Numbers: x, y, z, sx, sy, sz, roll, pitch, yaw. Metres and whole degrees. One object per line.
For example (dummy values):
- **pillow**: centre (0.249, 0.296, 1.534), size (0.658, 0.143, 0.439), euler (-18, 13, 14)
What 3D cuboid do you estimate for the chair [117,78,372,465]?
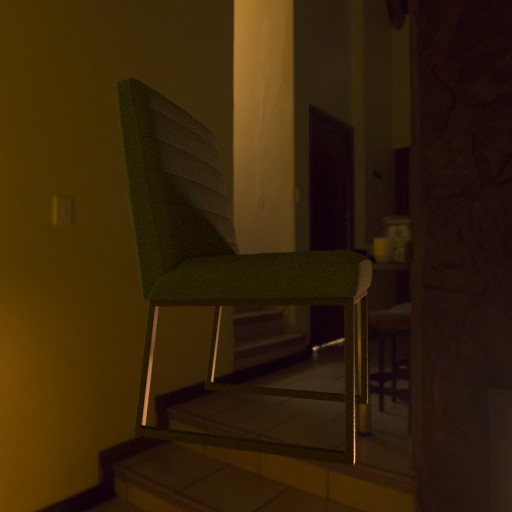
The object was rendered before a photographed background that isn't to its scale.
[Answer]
- **chair**: centre (0.000, 0.000, 1.289), size (0.634, 0.930, 0.520), euler (0, -1, 18)
